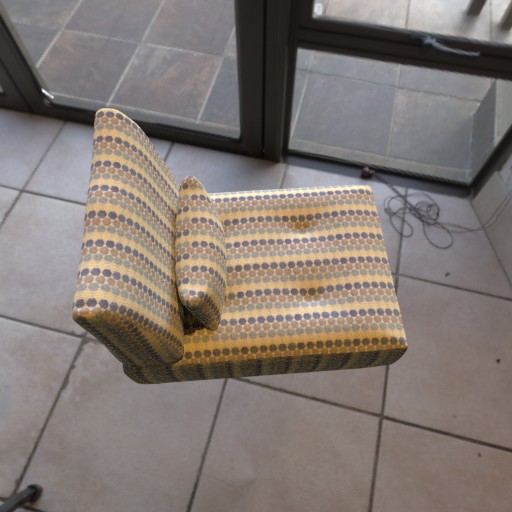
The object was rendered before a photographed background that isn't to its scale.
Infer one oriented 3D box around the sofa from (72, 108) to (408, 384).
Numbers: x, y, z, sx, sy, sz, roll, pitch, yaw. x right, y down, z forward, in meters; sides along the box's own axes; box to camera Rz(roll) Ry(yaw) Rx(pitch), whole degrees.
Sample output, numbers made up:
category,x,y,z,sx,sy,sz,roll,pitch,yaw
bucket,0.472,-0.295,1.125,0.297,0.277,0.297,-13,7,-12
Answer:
category,x,y,z,sx,sy,sz,roll,pitch,yaw
sofa,0.000,0.000,1.564,1.000,0.820,0.700,-4,63,-2
